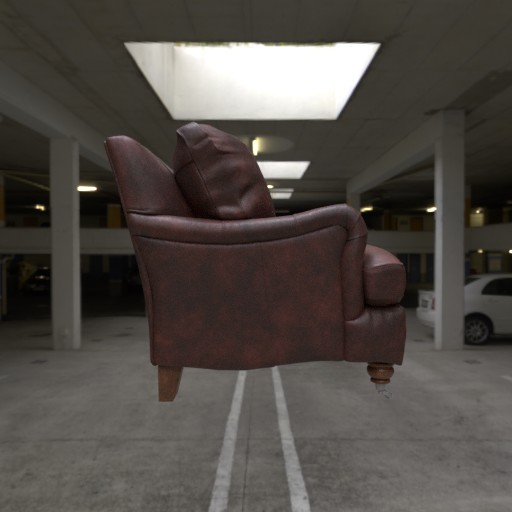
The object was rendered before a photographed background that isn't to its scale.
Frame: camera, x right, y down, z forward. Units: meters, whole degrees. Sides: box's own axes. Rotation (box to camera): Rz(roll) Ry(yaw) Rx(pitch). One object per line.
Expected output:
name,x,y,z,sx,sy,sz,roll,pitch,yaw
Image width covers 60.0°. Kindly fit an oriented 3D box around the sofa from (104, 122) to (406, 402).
sofa,0.000,0.000,2.394,1.148,1.070,1.628,0,1,0
